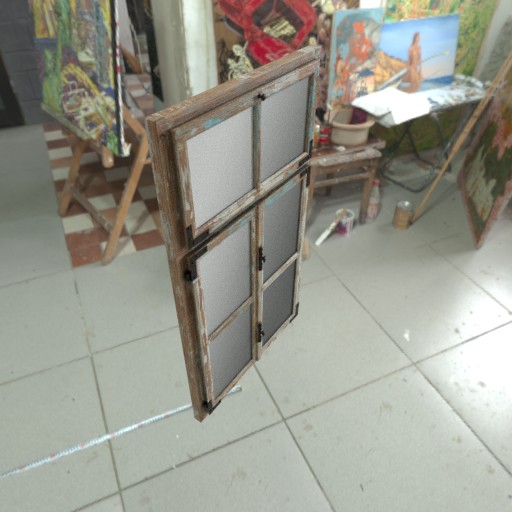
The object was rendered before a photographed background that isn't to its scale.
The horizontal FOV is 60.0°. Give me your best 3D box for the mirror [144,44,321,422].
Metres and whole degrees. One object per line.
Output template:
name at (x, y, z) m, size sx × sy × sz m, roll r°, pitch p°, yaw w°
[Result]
mirror at (0.000, 0.000, 1.543) m, size 0.083 × 1.213 × 0.707 m, roll 25°, pitch 46°, yaw 27°
